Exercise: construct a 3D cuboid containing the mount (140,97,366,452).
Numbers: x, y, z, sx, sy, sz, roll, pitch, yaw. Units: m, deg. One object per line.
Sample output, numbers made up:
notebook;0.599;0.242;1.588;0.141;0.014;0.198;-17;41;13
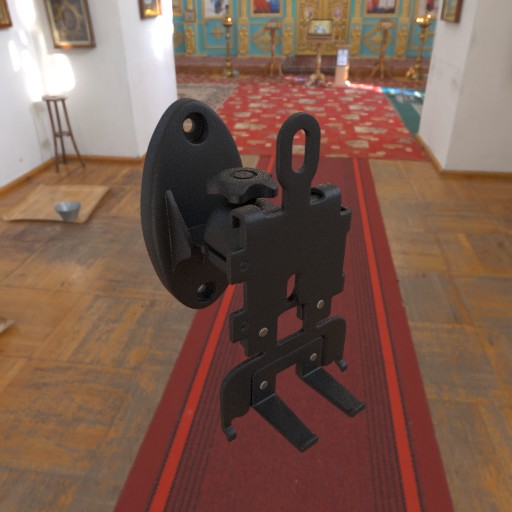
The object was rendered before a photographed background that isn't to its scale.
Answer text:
mount;0.000;0.000;0.177;0.066;0.118;0.100;-20;35;-32
